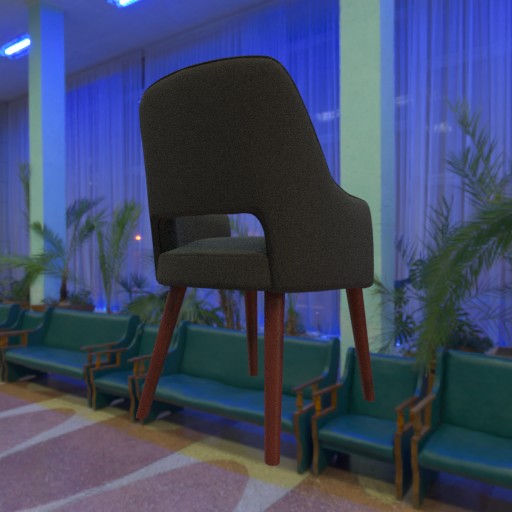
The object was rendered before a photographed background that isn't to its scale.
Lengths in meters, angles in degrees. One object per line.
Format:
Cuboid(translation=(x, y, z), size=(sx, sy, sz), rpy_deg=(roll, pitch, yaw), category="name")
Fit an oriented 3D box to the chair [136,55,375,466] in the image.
Cuboid(translation=(0.000, 0.000, 1.201), size=(0.559, 0.838, 0.560), rpy_deg=(0, 1, 37), category="chair")
